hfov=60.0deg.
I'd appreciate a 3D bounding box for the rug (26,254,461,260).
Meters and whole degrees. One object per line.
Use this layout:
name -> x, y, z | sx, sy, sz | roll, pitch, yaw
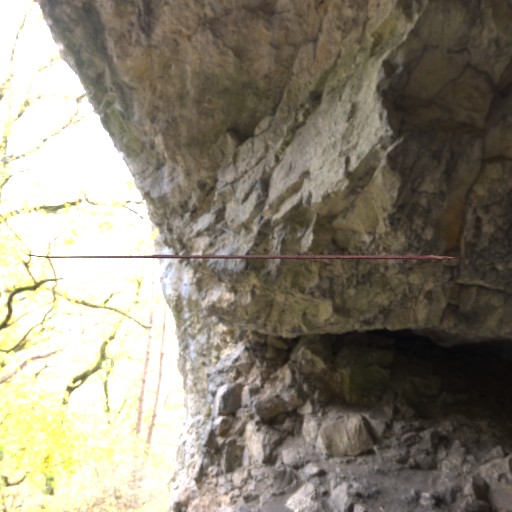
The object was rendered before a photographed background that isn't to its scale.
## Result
rug -> 0.000, 0.000, 2.905 | 2.286, 0.026, 1.521 | 0, 0, 18
